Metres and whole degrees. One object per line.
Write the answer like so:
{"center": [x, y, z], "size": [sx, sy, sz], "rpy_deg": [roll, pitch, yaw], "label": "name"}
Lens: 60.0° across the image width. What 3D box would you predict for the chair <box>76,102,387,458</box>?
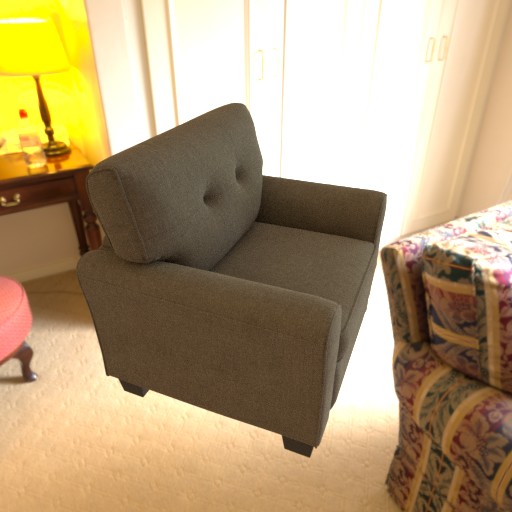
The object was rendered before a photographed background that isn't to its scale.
{"center": [0.000, 0.000, 1.614], "size": [0.816, 0.890, 0.941], "rpy_deg": [12, 33, 19], "label": "chair"}
